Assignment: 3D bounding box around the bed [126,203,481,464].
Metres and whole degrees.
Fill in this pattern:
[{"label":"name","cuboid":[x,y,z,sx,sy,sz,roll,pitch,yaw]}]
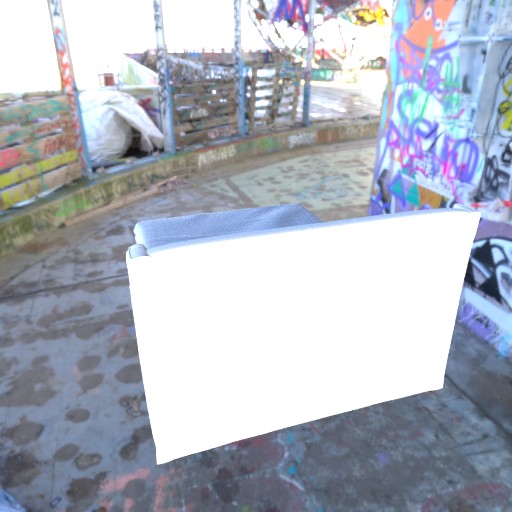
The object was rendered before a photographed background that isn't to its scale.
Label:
[{"label":"bed","cuboid":[0.000,0.000,3.423,1.925,1.332,2.276,-8,27,-16]}]
